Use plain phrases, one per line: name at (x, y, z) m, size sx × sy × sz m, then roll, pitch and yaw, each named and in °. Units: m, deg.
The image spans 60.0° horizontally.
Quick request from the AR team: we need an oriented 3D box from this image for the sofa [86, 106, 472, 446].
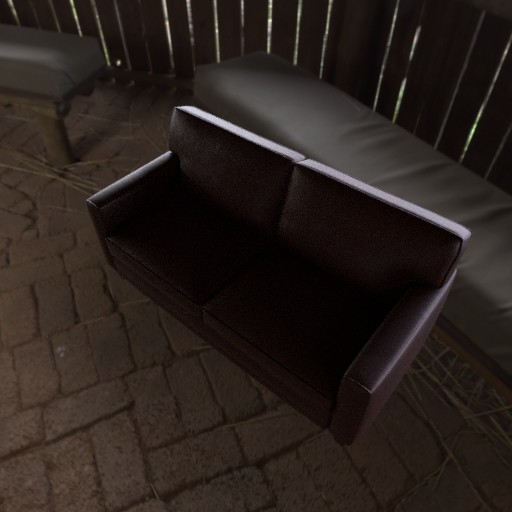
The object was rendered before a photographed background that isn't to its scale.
sofa at (0.000, 0.000, 2.420) m, size 1.876 × 0.928 × 0.912 m, roll 31°, pitch 54°, yaw 26°
